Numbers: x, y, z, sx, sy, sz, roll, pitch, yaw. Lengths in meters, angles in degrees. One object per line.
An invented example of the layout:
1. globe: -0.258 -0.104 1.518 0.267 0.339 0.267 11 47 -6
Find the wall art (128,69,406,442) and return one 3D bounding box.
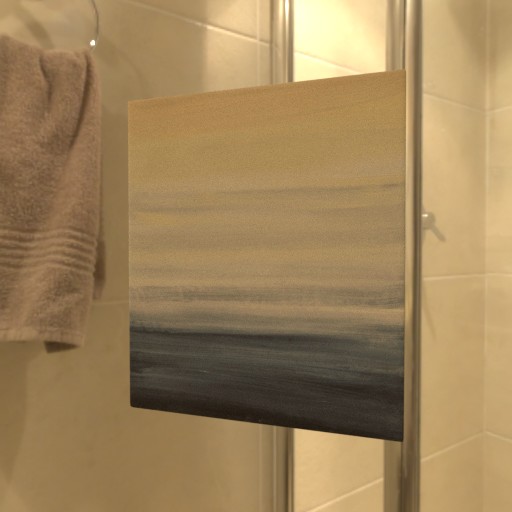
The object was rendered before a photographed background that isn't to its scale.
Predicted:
1. wall art: 0.000 0.000 0.954 0.608 0.710 0.041 0 1 18
